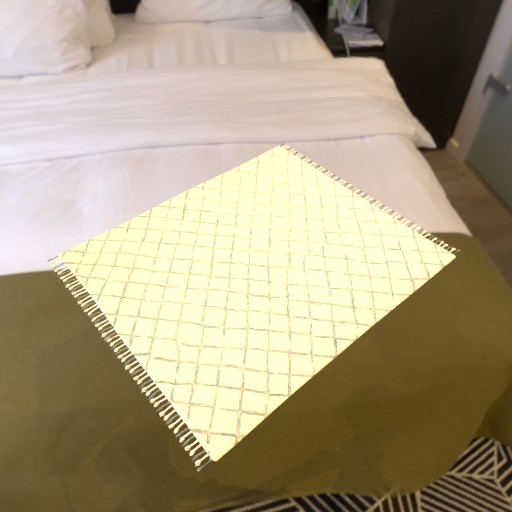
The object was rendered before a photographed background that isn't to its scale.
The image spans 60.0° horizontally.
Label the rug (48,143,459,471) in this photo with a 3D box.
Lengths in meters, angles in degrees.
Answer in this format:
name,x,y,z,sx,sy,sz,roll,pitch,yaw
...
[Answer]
name,x,y,z,sx,sy,sz,roll,pitch,yaw
rug,0.000,0.000,4.897,3.585,0.036,2.892,-32,55,-26
